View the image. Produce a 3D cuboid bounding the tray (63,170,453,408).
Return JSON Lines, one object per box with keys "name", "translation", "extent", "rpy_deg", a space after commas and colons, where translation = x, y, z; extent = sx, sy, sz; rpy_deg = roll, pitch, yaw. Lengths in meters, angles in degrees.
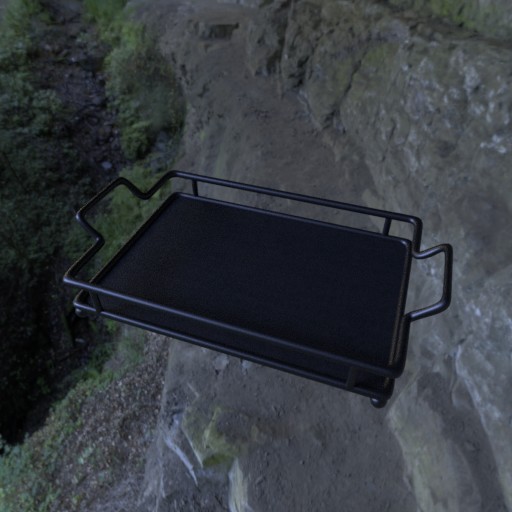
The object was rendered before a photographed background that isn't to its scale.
{"name": "tray", "translation": [0.000, 0.000, 0.618], "extent": [0.495, 0.101, 0.297], "rpy_deg": [13, 43, 15]}
